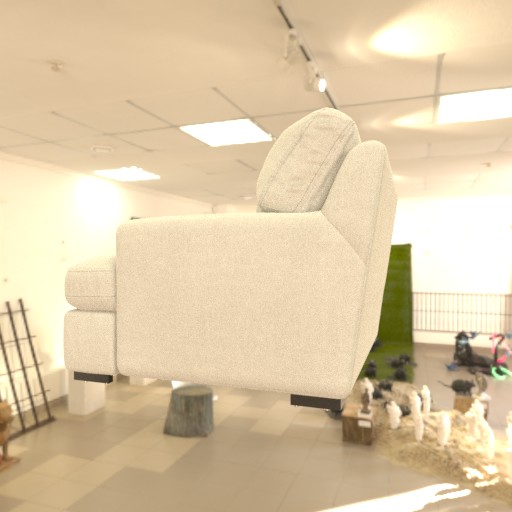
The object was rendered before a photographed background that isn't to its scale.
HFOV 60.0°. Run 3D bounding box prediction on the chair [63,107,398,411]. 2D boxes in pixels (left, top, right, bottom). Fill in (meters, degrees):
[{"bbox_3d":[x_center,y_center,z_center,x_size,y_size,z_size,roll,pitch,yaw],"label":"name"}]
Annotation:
[{"bbox_3d":[0.000,0.000,1.946,1.158,0.930,1.140,0,0,20],"label":"chair"}]
